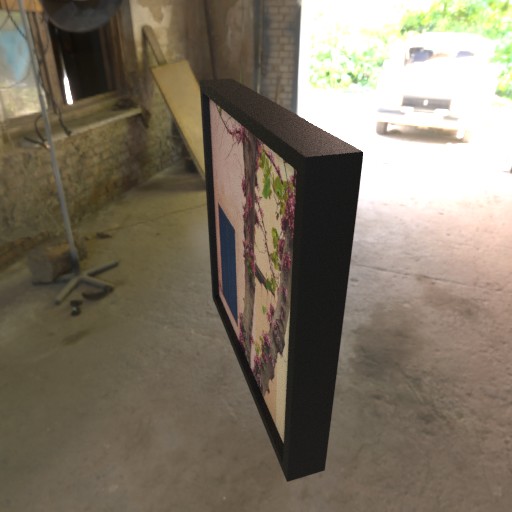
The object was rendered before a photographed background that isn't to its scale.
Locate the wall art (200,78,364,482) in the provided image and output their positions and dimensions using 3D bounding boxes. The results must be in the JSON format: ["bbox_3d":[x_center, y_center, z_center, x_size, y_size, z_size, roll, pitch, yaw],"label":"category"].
[{"bbox_3d":[0.000,0.000,0.461,0.038,0.304,0.305,-9,31,-15],"label":"wall art"}]
